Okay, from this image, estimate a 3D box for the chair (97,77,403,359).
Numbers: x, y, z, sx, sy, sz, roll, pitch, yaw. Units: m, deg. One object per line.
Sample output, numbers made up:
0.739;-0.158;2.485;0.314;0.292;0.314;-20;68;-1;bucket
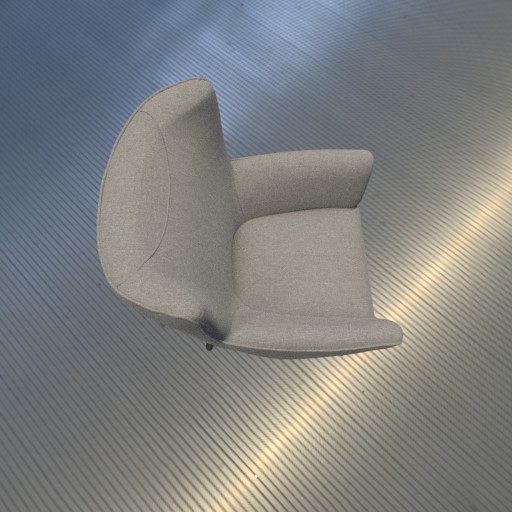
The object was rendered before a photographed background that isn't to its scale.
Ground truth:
0.000;0.000;1.603;0.888;0.933;0.781;-1;64;0;chair
